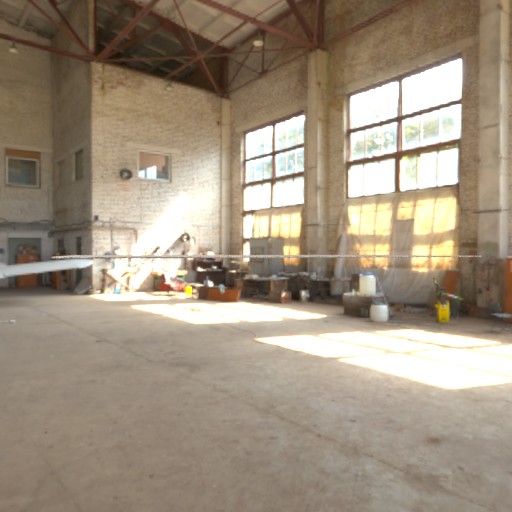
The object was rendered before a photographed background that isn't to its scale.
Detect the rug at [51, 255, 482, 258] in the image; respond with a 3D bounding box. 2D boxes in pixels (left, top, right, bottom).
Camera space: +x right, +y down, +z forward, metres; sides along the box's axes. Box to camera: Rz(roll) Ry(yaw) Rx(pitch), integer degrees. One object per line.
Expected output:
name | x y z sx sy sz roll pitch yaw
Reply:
rug | 0.000 0.000 3.073 2.442 0.010 1.546 0 0 -19
